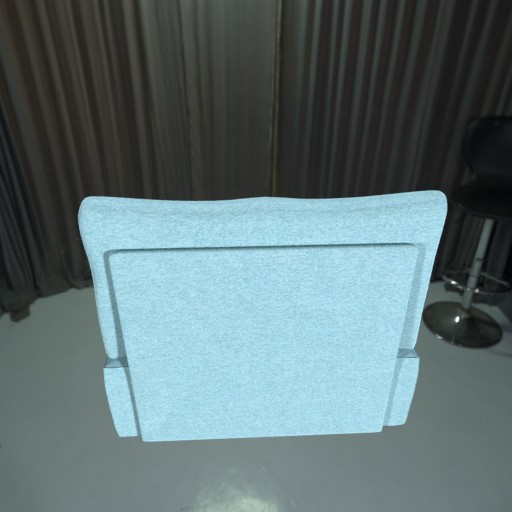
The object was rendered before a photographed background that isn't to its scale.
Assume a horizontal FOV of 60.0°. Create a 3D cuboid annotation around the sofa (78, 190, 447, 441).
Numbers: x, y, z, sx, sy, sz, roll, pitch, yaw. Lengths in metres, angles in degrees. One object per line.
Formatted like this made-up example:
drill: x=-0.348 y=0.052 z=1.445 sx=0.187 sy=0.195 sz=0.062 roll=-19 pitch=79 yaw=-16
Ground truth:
sofa: x=0.000 y=0.000 z=1.655 sx=0.930 sy=0.820 sz=1.000 roll=-1 pitch=29 yaw=-2
